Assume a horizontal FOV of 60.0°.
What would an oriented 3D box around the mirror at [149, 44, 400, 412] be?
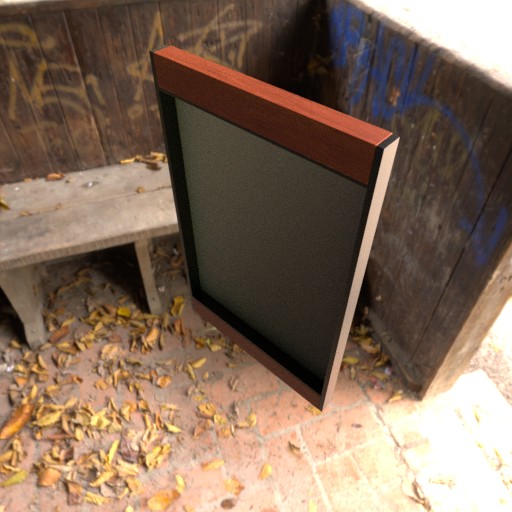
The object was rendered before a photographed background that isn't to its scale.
[{"bbox_3d":[0.000,0.000,1.049,0.525,0.823,0.047,33,54,28],"label":"mirror"}]
